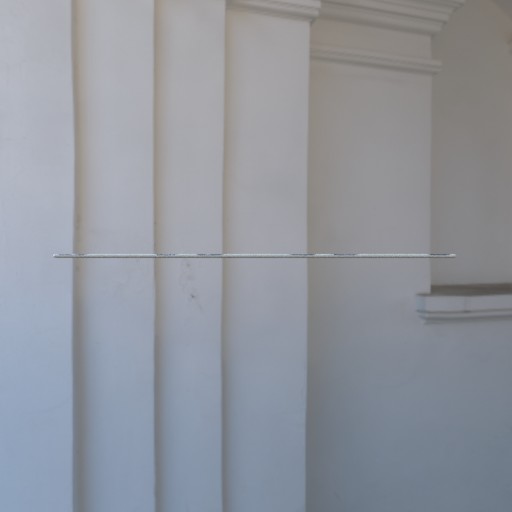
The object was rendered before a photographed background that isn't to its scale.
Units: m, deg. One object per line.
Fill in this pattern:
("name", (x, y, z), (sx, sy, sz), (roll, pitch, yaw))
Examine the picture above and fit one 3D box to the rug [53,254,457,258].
("rug", (0.000, 0.000, 3.868), (2.211, 0.021, 2.910), (0, 0, 0))
